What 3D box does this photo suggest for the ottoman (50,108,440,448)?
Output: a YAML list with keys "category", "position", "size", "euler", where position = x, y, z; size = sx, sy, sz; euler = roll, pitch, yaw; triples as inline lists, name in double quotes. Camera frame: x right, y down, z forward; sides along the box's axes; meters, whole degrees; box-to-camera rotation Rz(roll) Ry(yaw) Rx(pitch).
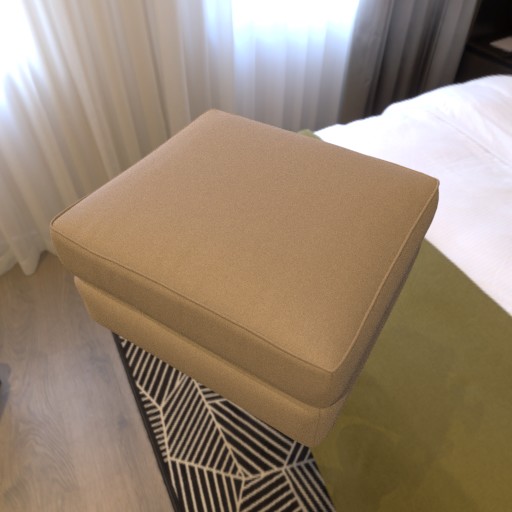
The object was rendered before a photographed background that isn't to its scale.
- category: "ottoman"
  position: [0.000, 0.000, 1.154]
  size: [0.721, 0.505, 0.662]
  euler: [24, 50, 21]
